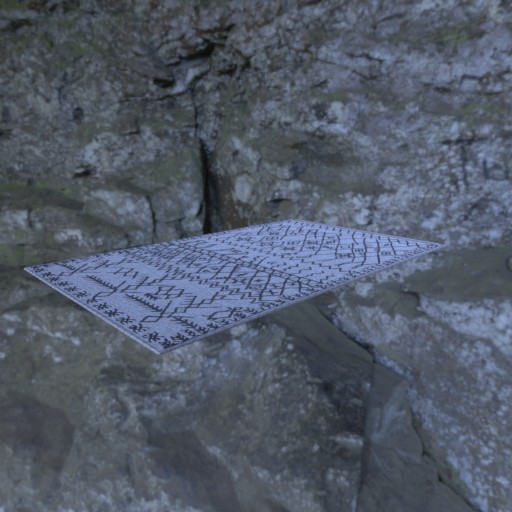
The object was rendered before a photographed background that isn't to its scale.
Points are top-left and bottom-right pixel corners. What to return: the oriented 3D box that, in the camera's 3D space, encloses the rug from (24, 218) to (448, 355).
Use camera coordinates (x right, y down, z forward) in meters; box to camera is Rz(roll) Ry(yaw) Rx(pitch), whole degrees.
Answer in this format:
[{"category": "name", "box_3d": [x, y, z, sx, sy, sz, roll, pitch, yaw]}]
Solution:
[{"category": "rug", "box_3d": [0.000, 0.000, 2.973, 2.444, 0.012, 1.526, -14, 20, -42]}]
